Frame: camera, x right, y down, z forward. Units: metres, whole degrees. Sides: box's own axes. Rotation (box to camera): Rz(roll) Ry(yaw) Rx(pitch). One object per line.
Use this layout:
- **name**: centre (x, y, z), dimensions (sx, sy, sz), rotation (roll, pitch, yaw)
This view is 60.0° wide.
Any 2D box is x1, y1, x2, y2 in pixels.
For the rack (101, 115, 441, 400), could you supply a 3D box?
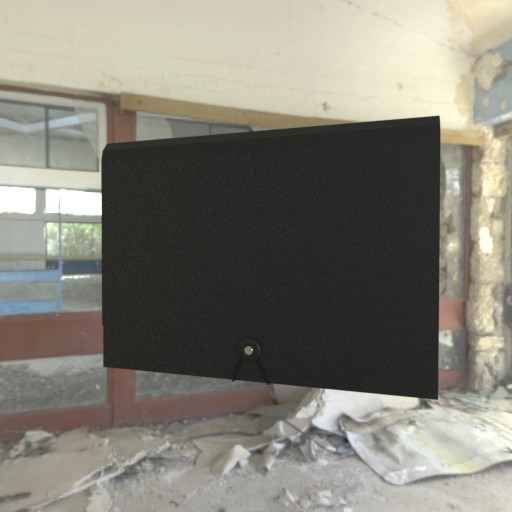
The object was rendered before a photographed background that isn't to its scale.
- **rack**: centre (0.000, 0.000, 0.434), dimensions (0.330, 0.241, 0.041), rotation (0, 1, 18)
